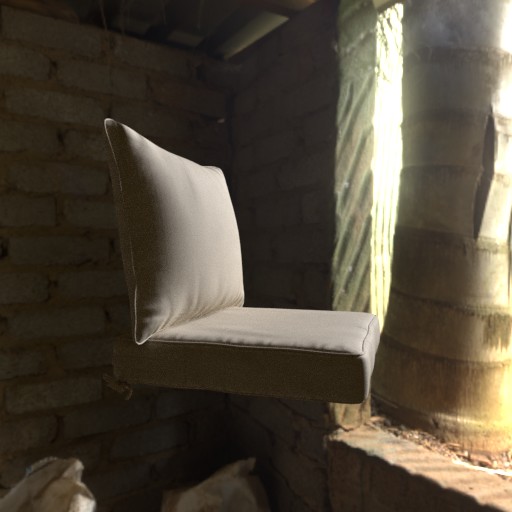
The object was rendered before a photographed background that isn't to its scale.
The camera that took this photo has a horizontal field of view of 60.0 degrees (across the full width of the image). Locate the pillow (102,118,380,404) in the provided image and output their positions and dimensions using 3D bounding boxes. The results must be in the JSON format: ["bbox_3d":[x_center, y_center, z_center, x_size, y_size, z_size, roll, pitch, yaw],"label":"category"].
[{"bbox_3d":[0.000,0.000,1.397,0.733,0.716,0.798,0,1,18],"label":"pillow"}]
